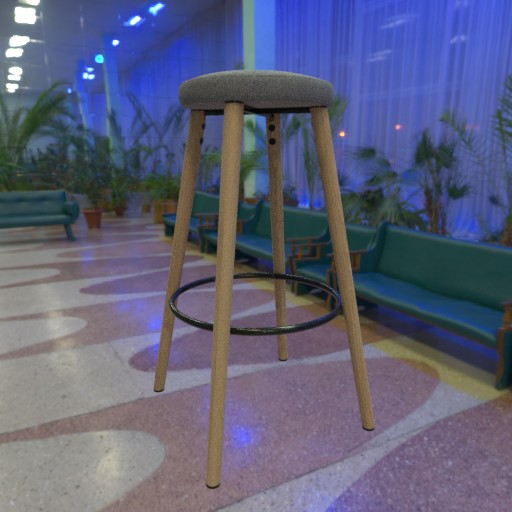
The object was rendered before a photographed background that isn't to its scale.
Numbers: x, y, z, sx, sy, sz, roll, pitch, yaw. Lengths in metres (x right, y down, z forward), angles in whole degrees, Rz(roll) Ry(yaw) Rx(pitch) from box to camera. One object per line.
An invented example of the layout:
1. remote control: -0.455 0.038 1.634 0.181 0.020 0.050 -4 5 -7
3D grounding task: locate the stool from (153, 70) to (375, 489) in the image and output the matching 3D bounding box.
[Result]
1. stool: 0.000 0.000 1.006 0.410 0.770 0.410 -7 15 -27
